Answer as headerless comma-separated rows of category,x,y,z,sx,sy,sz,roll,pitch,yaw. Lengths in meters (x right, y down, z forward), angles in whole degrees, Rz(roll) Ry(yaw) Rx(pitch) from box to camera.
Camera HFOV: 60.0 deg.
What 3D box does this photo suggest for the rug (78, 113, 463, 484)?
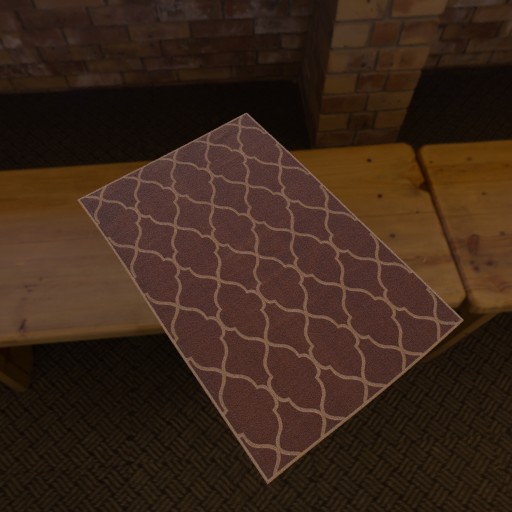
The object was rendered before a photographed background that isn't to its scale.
rug,0.000,0.000,2.971,1.526,0.014,2.290,-33,65,-17
